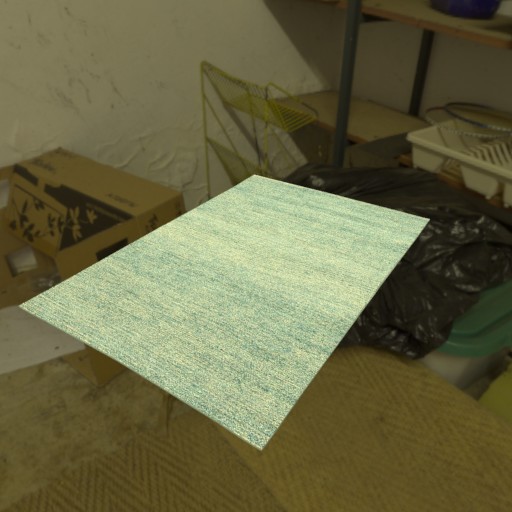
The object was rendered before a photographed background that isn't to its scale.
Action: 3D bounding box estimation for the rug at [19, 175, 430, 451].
[{"bbox_3d":[0.000,0.000,5.056,2.802,0.052,4.078,20,37,28],"label":"rug"}]
